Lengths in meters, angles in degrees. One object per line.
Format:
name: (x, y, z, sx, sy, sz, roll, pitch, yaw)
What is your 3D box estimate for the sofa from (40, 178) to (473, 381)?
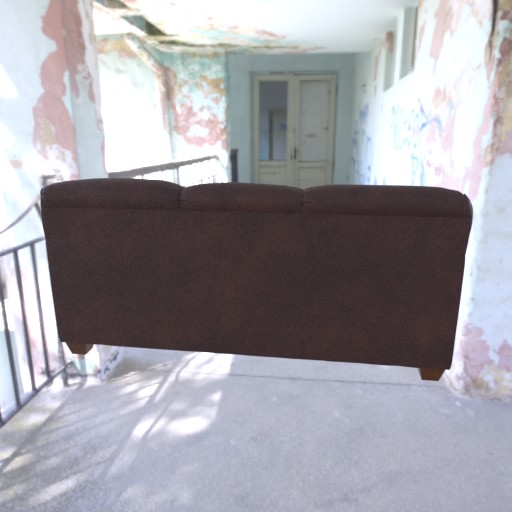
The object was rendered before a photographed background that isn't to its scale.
sofa: (0.000, 0.000, 2.577, 2.039, 0.953, 1.008, 2, 16, 8)
